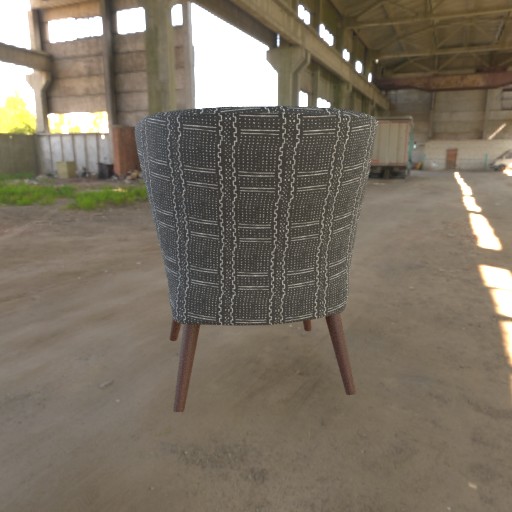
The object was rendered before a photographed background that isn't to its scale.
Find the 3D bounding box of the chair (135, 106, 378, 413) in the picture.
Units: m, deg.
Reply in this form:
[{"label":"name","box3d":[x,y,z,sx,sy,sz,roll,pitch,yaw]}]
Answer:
[{"label":"chair","box3d":[0.000,0.000,1.441,0.710,0.866,0.758,-2,14,-10]}]
